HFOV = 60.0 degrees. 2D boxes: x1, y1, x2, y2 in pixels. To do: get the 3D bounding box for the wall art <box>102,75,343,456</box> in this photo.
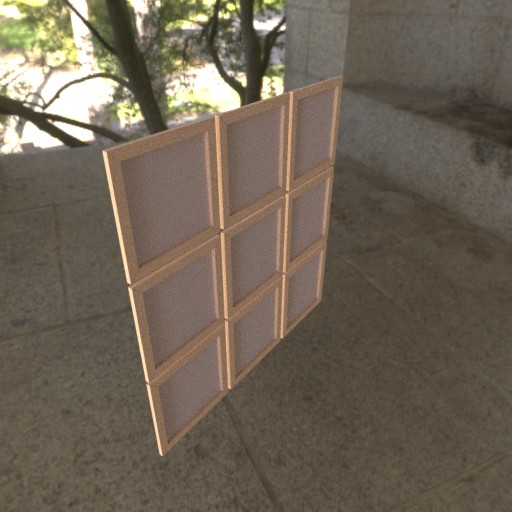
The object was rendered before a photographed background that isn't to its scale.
[{"bbox_3d":[0.000,0.000,1.801,0.016,1.207,1.217,22,38,31],"label":"wall art"}]
